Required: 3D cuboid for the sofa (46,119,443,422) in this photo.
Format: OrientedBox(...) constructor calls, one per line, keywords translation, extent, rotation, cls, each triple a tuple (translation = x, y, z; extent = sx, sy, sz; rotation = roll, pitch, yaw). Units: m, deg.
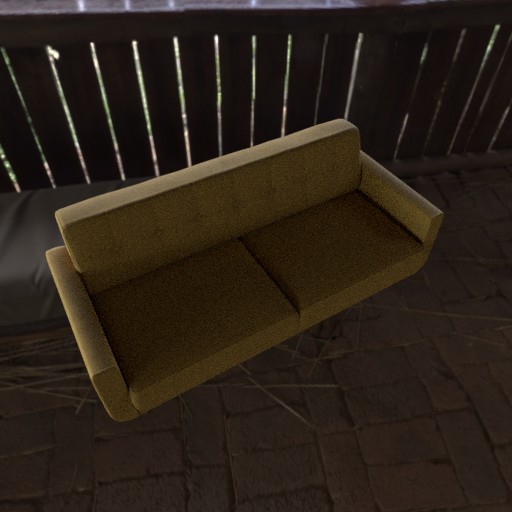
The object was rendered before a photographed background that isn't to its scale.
OrientedBox(translation=(0.000, 0.000, 2.504), extent=(2.029, 0.841, 0.909), rotation=(-23, 50, -21), cls="sofa")
